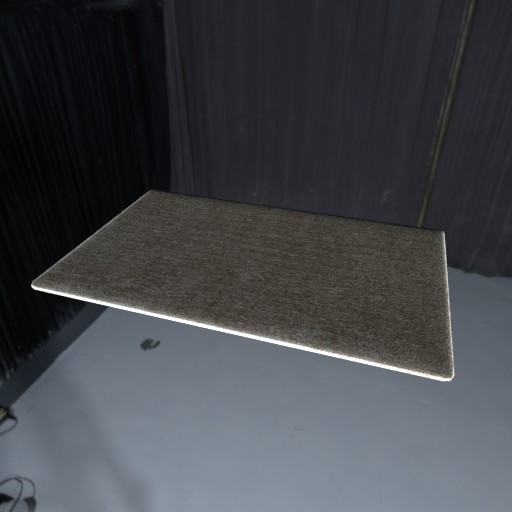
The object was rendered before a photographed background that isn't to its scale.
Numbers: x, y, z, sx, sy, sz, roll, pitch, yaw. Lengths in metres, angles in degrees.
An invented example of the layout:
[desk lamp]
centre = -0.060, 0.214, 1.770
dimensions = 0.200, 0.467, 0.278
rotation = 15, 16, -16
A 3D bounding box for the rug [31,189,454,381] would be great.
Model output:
[rug]
centre = 0.000, 0.000, 3.029
dimensions = 2.469, 0.024, 1.539
rotation = 10, 34, 15
